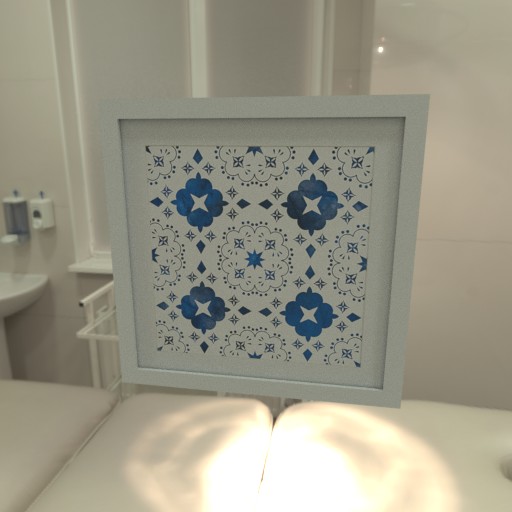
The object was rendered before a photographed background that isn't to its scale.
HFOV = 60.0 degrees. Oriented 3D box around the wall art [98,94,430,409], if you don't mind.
[{"bbox_3d":[0.000,0.000,0.526,0.355,0.355,0.027,2,15,9],"label":"wall art"}]
